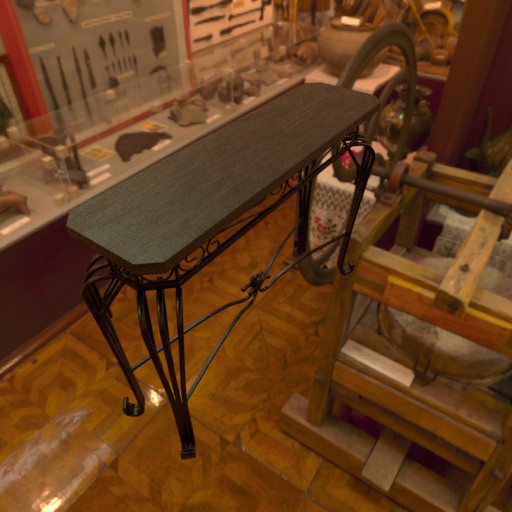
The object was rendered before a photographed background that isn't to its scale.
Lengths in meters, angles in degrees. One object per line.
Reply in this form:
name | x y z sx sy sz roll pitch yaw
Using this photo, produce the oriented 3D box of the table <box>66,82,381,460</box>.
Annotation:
table | 0.000 0.000 1.478 0.329 0.800 1.112 25 47 27
